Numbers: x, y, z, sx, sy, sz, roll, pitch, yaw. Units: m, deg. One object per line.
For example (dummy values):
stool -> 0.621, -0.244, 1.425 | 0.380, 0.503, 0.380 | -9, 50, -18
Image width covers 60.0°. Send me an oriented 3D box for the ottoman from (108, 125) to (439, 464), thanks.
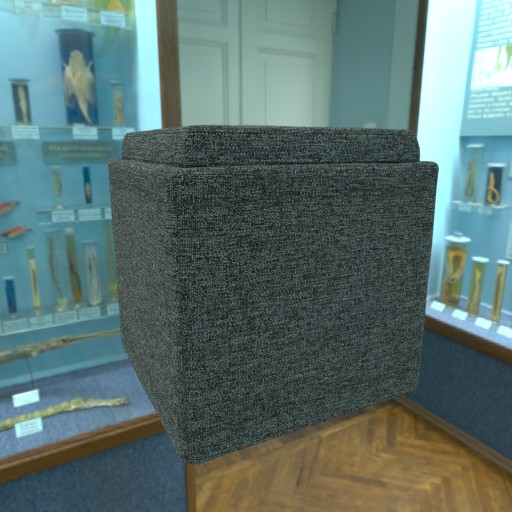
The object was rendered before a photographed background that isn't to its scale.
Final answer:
ottoman -> 0.000, 0.000, 0.833 | 0.450, 0.463, 0.450 | -7, 16, -26
